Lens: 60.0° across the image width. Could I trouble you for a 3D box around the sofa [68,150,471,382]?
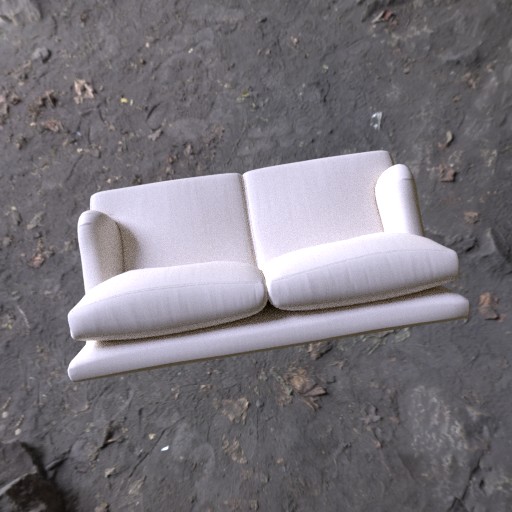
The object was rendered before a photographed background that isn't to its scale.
[{"bbox_3d":[0.000,0.000,2.483,1.853,1.101,1.084,-9,76,-2],"label":"sofa"}]
